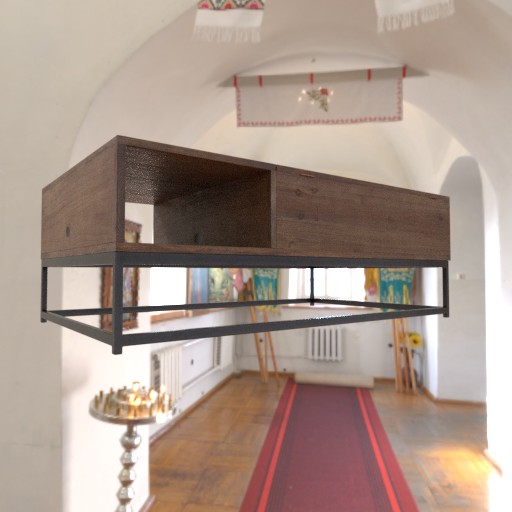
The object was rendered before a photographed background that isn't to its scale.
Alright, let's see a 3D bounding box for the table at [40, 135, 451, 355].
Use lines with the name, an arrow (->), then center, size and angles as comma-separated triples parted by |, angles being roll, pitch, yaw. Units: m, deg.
table -> 0.000, 0.000, 1.376 | 1.101, 0.395, 0.655 | 2, -3, -37
